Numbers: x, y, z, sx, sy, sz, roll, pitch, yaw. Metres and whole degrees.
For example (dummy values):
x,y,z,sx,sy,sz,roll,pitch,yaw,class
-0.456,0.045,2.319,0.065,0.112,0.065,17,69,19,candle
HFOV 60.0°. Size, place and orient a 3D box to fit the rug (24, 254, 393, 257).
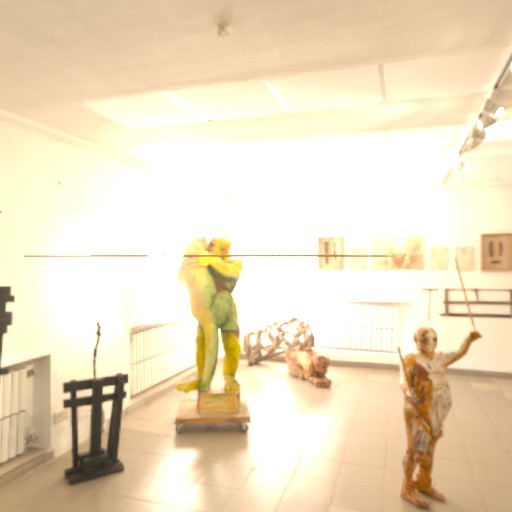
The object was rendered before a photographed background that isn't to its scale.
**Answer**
x,y,z,sx,sy,sz,roll,pitch,yaw,class
0.000,0.000,4.183,2.438,0.014,3.048,0,0,18,rug
